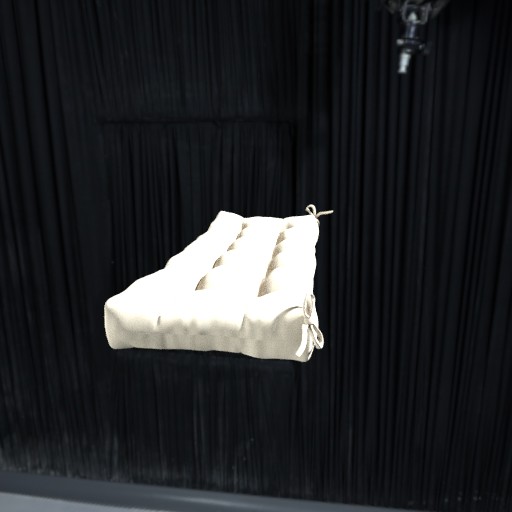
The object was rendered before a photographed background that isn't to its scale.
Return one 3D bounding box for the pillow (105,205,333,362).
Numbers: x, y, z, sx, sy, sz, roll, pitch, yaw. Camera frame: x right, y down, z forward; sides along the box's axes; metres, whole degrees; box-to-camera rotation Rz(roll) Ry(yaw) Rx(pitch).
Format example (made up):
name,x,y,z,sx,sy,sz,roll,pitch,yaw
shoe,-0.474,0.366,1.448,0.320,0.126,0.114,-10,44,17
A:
name,x,y,z,sx,sy,sz,roll,pitch,yaw
pillow,0.000,0.000,1.415,0.511,0.174,1.194,2,16,8
